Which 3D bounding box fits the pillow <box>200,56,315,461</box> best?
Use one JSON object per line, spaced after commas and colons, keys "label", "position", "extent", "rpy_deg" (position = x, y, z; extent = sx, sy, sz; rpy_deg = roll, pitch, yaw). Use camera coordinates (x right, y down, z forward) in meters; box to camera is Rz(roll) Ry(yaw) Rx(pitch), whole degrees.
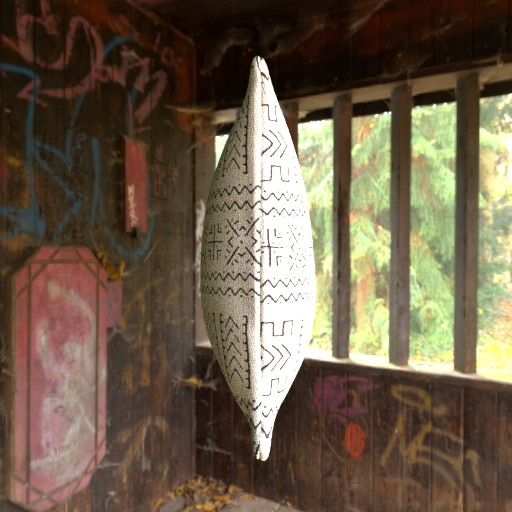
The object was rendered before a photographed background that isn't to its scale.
{"label": "pillow", "position": [0.000, 0.000, 0.671], "extent": [0.164, 0.430, 0.438], "rpy_deg": [0, 1, -1]}
